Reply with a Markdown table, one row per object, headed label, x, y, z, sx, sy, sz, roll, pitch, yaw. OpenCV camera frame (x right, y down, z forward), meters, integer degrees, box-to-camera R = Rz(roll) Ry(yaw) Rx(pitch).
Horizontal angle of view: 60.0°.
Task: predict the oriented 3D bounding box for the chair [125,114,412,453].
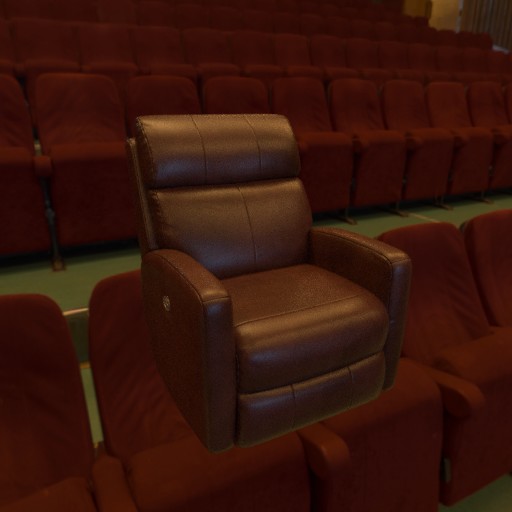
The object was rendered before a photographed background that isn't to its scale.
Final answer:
| label | x | y | z | sx | sy | sz | roll | pitch | yaw |
| --- | --- | --- | --- | --- | --- | --- | --- | --- | --- |
| chair | 0.000 | 0.000 | 1.689 | 0.787 | 1.016 | 0.939 | -10 | 21 | -26 |
